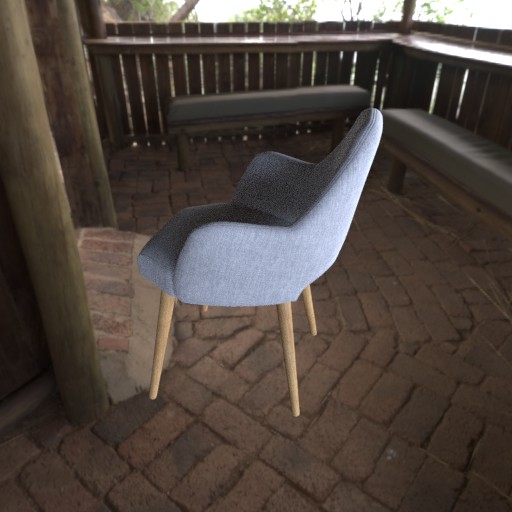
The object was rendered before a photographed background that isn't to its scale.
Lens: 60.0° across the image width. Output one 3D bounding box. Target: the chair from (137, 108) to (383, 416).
[{"bbox_3d":[0.000,0.000,1.299,0.610,0.840,0.590,7,31,13],"label":"chair"}]
